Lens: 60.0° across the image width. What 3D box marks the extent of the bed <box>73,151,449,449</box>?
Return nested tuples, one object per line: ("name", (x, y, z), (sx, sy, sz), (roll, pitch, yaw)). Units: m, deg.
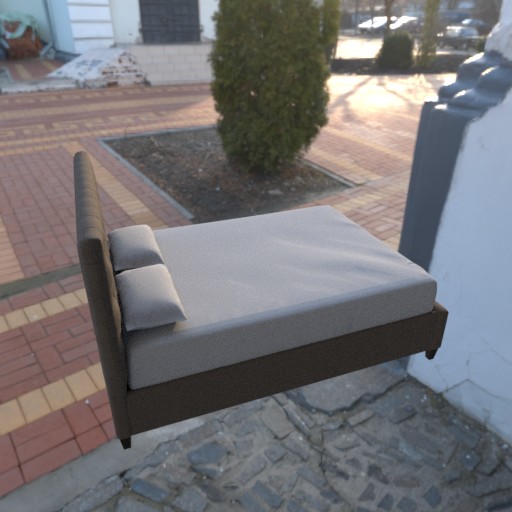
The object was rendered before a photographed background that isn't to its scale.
("bed", (0.000, 0.000, 3.401), (2.387, 1.427, 1.698), (-10, 30, -18))
